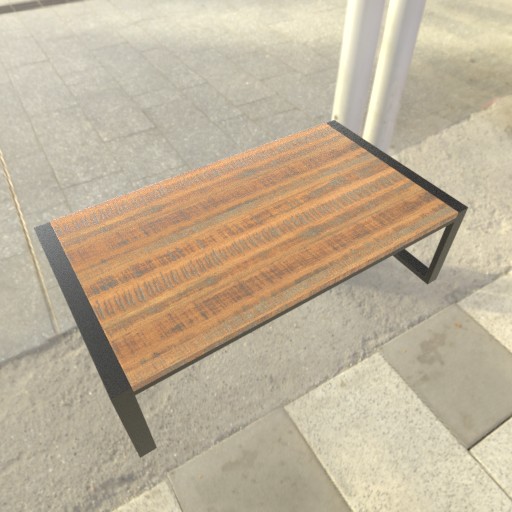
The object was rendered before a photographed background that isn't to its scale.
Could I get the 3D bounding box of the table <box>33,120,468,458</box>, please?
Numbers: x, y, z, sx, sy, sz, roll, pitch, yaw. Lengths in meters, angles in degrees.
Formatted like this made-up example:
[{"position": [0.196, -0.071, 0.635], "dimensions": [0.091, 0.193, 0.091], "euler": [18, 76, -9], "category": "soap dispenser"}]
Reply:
[{"position": [0.000, 0.000, 1.712], "dimensions": [1.350, 0.400, 0.750], "euler": [-25, 51, -22], "category": "table"}]
